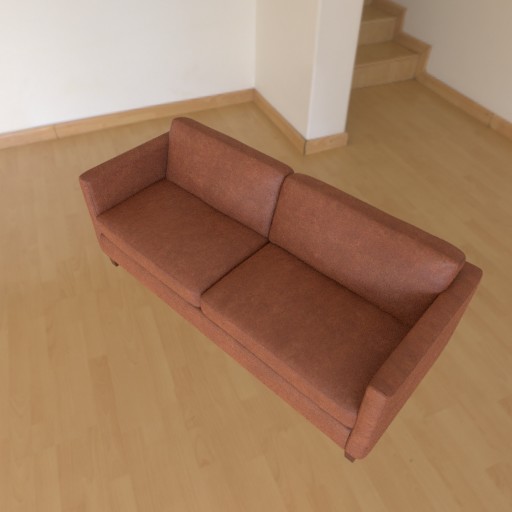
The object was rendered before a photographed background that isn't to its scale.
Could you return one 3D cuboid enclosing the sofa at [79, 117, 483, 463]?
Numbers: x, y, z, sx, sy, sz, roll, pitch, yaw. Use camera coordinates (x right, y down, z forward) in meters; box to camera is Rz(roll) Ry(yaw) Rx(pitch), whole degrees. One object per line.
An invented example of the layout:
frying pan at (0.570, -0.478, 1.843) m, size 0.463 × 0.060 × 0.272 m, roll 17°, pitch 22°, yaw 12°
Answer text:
sofa at (0.000, 0.000, 2.647) m, size 2.204 × 0.932 × 0.950 m, roll 33°, pitch 53°, yaw 29°
